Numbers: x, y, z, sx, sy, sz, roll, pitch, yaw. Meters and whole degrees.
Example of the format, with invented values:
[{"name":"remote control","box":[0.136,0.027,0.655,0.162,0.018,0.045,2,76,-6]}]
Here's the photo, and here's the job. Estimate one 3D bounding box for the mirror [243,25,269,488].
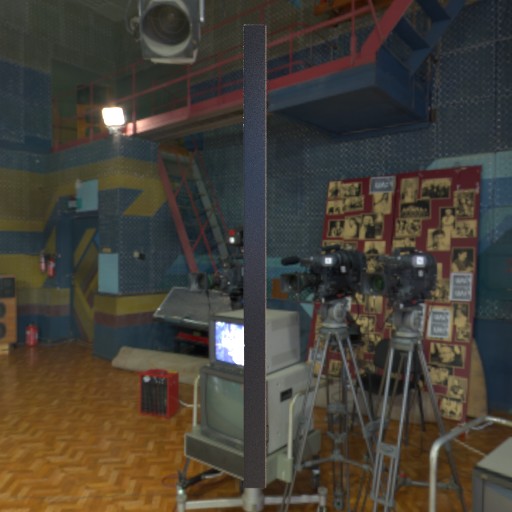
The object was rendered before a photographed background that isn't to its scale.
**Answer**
[{"name":"mirror","box":[0.000,0.000,0.932,0.039,0.710,0.507,0,1,0]}]
